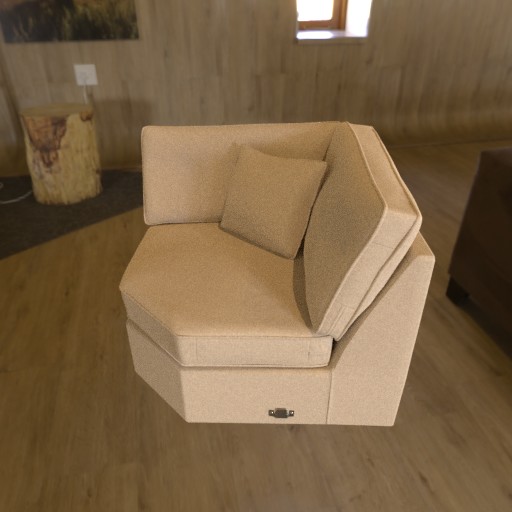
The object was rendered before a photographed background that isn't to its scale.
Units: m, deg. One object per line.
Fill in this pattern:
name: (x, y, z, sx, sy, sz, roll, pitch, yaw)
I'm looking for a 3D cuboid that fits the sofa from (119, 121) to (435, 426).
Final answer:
sofa: (0.000, 0.000, 1.830, 1.050, 0.937, 1.042, 1, 31, 2)
